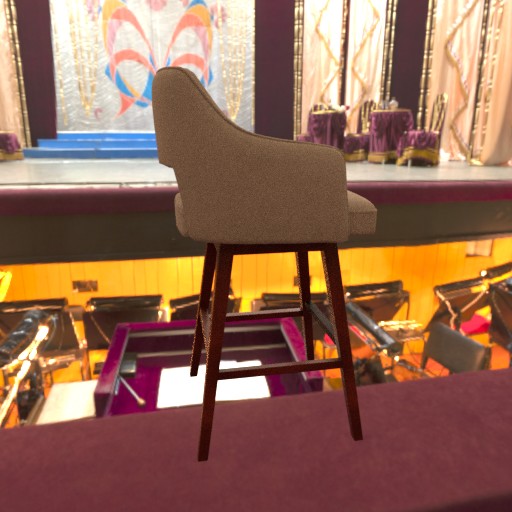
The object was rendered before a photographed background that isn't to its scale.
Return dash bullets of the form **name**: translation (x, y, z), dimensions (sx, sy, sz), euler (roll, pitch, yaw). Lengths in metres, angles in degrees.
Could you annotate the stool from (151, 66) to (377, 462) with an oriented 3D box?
- **stool**: translation (0.000, 0.000, 1.331), dimensions (0.558, 1.012, 0.548), euler (-3, 15, -11)
